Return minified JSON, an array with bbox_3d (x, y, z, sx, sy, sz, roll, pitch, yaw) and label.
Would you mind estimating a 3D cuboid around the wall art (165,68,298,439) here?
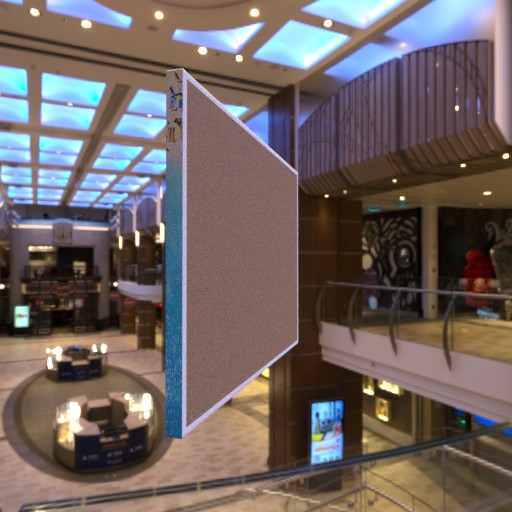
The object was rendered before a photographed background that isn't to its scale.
[{"bbox_3d":[0.000,0.000,1.464,0.040,0.769,1.136,0,-1,18],"label":"wall art"}]
